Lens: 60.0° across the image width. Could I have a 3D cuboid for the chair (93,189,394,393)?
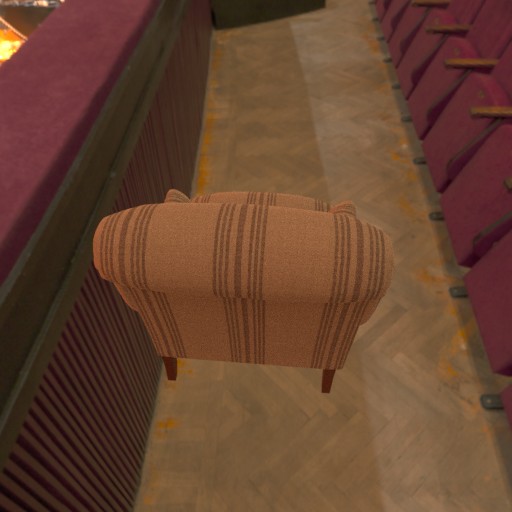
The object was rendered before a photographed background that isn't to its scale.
[{"bbox_3d":[0.000,0.000,1.648,0.813,0.940,0.914,4,46,4],"label":"chair"}]
